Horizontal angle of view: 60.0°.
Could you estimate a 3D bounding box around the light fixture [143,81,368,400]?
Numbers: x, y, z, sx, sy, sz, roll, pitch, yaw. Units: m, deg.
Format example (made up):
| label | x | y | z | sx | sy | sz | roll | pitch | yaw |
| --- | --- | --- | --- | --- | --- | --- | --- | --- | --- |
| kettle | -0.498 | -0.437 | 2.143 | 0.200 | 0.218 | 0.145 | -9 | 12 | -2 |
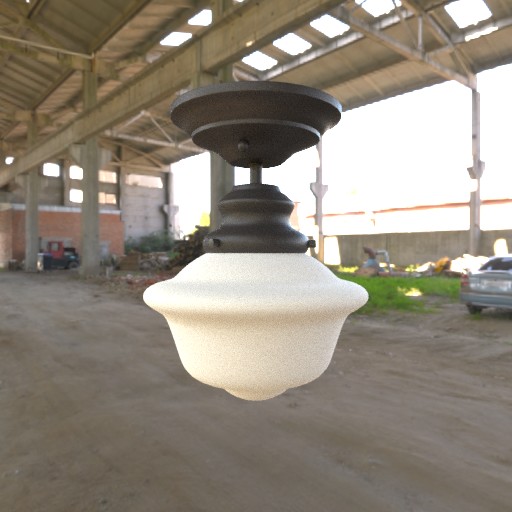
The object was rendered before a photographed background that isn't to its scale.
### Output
| label | x | y | z | sx | sy | sz | roll | pitch | yaw |
| --- | --- | --- | --- | --- | --- | --- | --- | --- | --- |
| light fixture | 0.000 | 0.000 | 0.396 | 0.197 | 0.254 | 0.197 | 0 | 0 | 0 |
